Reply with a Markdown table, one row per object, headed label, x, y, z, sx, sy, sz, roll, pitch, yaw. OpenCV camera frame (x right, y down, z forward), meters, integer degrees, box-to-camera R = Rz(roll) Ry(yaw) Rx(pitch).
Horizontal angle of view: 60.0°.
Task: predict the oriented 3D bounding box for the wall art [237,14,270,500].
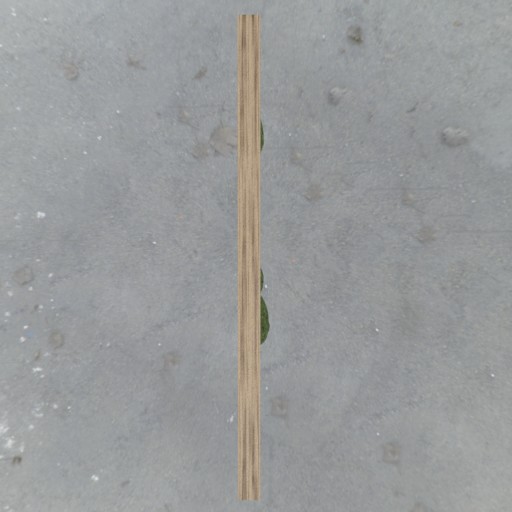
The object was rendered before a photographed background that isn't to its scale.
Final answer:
| label | x | y | z | sx | sy | sz | roll | pitch | yaw |
| --- | --- | --- | --- | --- | --- | --- | --- | --- | --- |
| wall art | 0.000 | 0.000 | 1.072 | 0.063 | 0.609 | 0.841 | 0 | 92 | 0 |
